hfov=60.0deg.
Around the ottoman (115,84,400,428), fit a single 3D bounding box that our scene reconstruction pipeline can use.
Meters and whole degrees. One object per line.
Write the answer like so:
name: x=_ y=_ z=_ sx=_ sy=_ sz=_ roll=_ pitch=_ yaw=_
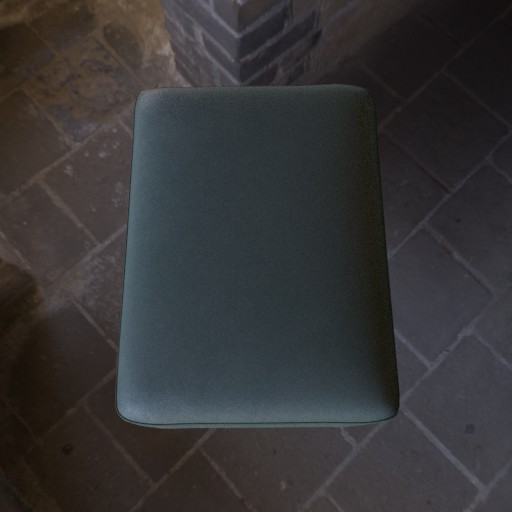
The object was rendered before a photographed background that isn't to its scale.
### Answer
ottoman: x=0.000 y=0.000 z=1.154 sx=0.608 sy=0.449 sz=0.811 roll=-1 pitch=76 yaw=0
